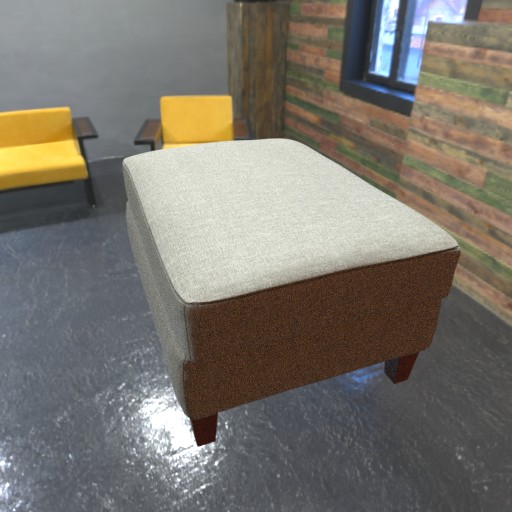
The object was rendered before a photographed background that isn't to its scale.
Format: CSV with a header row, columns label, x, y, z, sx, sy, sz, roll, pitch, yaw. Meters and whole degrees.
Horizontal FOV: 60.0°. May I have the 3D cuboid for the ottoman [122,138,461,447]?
label,x,y,z,sx,sy,sz,roll,pitch,yaw
ottoman,0.000,0.000,1.265,0.639,0.494,0.873,-11,32,-18
